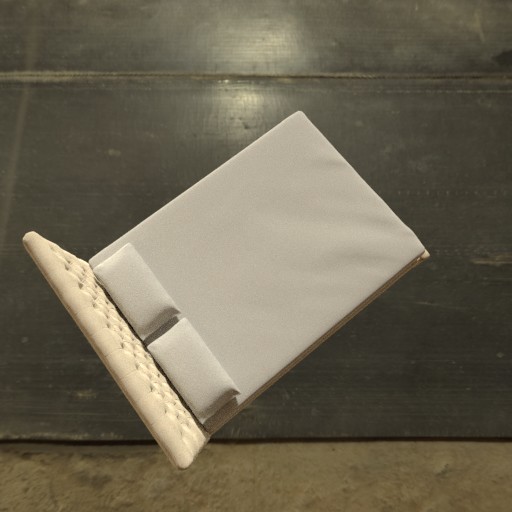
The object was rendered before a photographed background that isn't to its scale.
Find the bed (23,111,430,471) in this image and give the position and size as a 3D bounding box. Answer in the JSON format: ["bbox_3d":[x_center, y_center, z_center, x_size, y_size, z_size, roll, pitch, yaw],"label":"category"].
[{"bbox_3d":[0.000,0.000,3.397,2.387,1.427,1.698,-37,79,-9],"label":"bed"}]
